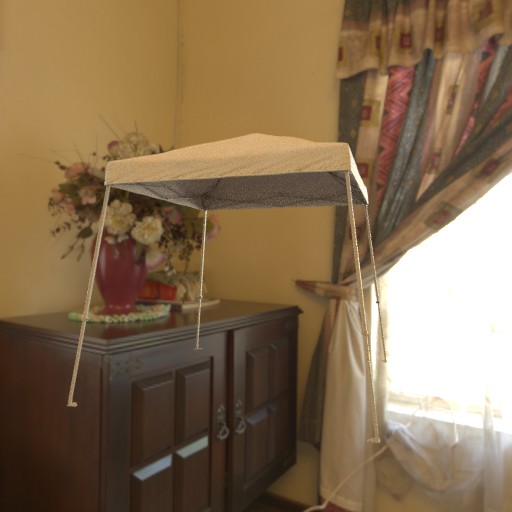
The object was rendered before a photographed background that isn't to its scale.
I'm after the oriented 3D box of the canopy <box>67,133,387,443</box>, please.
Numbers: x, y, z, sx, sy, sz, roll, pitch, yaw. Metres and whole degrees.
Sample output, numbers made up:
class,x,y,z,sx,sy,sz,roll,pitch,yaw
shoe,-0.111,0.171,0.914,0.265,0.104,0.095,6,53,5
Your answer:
class,x,y,z,sx,sy,sz,roll,pitch,yaw
canopy,0.000,0.000,6.482,3.599,3.600,3.600,0,-1,18
